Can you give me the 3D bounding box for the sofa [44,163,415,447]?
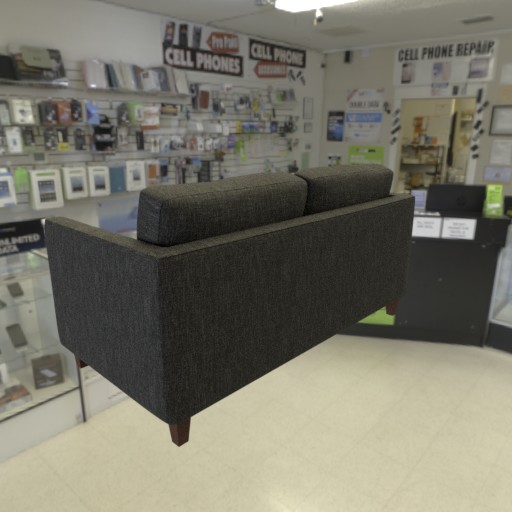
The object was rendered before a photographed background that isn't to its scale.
[{"bbox_3d":[0.000,0.000,2.425,0.950,0.963,1.884,15,22,42],"label":"sofa"}]
